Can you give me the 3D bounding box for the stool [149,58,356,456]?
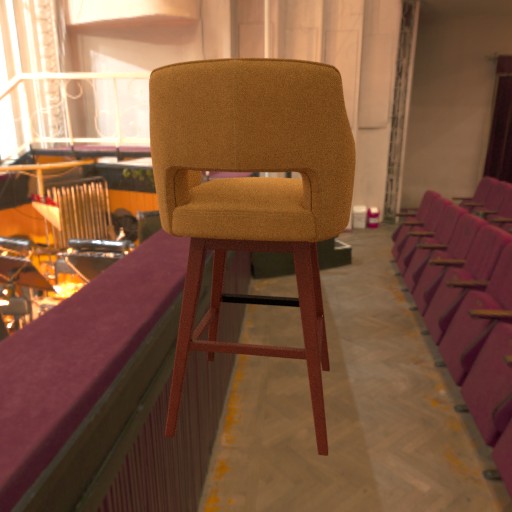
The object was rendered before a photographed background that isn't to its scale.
[{"bbox_3d":[0.000,0.000,1.317,0.548,1.012,0.558,3,16,9],"label":"stool"}]
